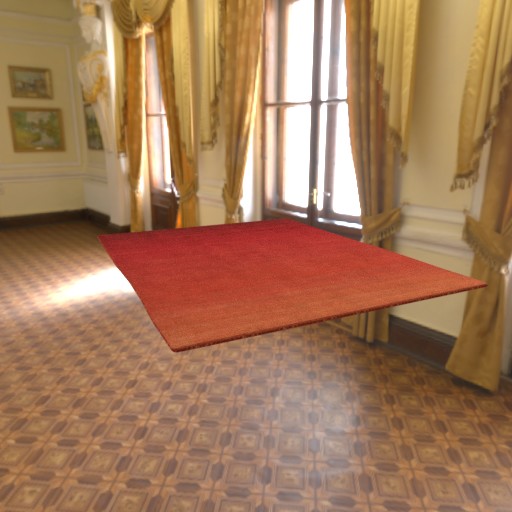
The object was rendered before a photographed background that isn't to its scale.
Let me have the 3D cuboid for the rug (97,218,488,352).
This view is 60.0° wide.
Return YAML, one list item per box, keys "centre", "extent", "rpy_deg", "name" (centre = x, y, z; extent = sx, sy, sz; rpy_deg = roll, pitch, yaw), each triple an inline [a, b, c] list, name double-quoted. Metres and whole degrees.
- centre: [0.000, 0.000, 3.943]
  extent: [2.340, 0.028, 2.905]
  rpy_deg: [-7, 17, -25]
  name: "rug"
